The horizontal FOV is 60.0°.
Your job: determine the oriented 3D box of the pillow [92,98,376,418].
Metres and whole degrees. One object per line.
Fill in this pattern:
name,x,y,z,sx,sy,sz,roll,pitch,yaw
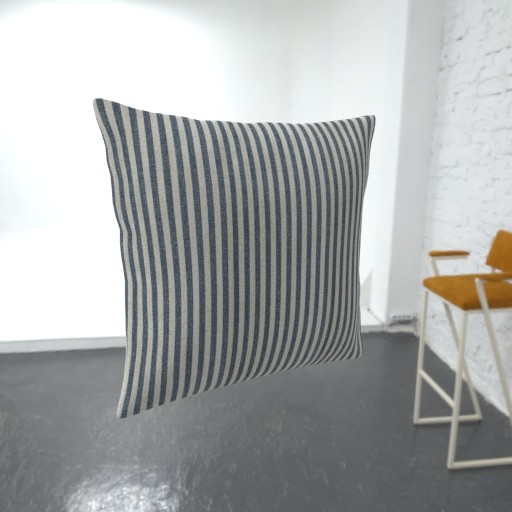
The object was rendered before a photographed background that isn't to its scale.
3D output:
pillow,0.000,0.000,0.800,0.523,0.510,0.166,-6,13,-26
